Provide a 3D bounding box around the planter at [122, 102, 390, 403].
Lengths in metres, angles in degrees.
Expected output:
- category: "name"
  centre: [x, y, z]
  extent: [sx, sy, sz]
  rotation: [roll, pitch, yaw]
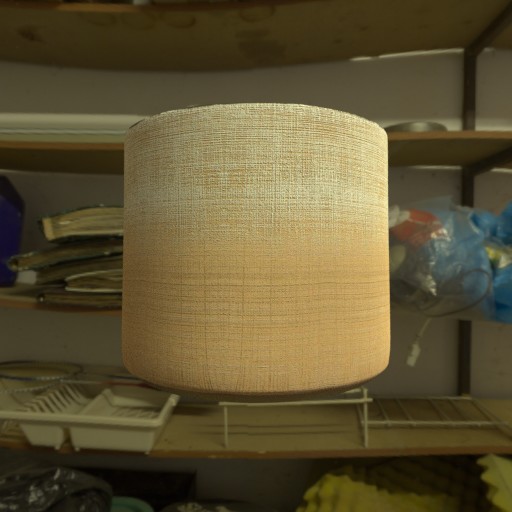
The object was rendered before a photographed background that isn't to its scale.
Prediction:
- category: "planter"
  centre: [0.000, 0.000, 0.438]
  extent: [0.254, 0.221, 0.254]
  rotation: [0, 0, 0]
